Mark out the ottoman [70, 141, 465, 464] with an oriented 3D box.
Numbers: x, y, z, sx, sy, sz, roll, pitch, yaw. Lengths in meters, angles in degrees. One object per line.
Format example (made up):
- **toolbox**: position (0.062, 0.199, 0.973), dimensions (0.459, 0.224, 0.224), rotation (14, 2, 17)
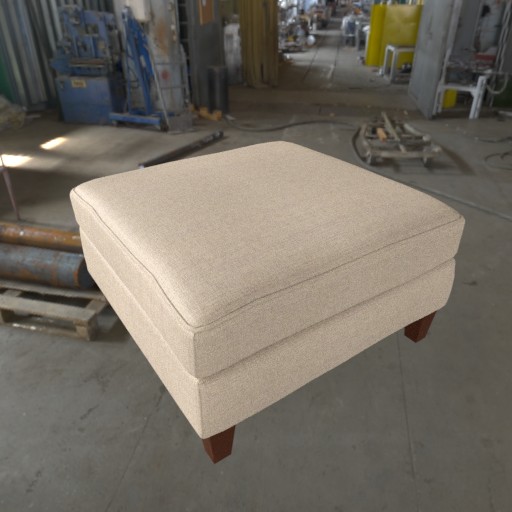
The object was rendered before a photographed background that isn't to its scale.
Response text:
- **ottoman**: position (0.000, 0.000, 1.346), dimensions (0.838, 0.481, 0.838), rotation (-20, 36, -29)
